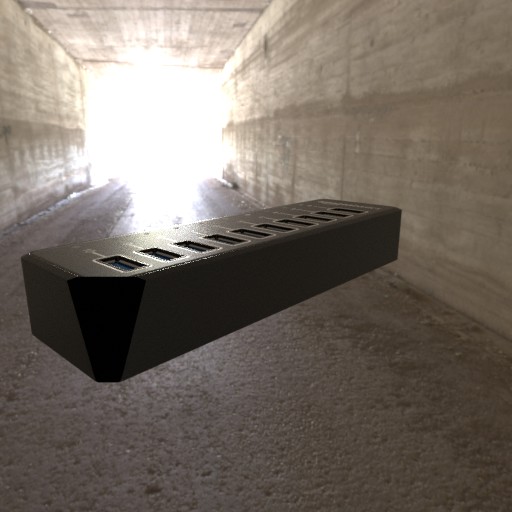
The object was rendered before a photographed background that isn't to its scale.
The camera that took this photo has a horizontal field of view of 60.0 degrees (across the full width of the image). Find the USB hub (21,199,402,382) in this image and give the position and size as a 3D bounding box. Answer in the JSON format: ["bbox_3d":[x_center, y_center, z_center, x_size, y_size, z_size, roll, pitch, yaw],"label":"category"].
[{"bbox_3d":[0.000,0.000,0.160,0.044,0.023,0.145,14,21,41],"label":"USB hub"}]
